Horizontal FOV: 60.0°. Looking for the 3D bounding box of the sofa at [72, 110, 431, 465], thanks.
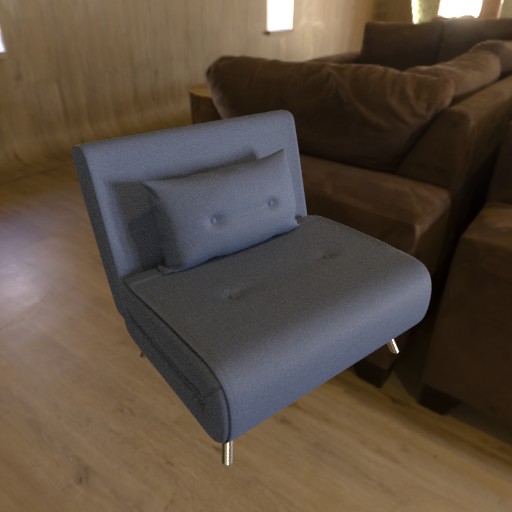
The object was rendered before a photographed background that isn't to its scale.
[{"bbox_3d":[0.000,0.000,1.738,0.999,0.860,0.996,-21,36,-32],"label":"sofa"}]
